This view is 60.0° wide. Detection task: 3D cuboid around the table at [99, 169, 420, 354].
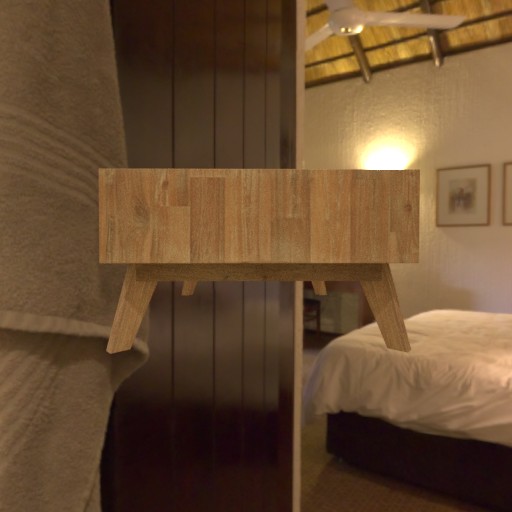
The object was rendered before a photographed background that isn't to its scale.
[{"bbox_3d":[0.000,0.000,2.063,0.918,0.531,1.619,0,1,-1],"label":"table"}]
